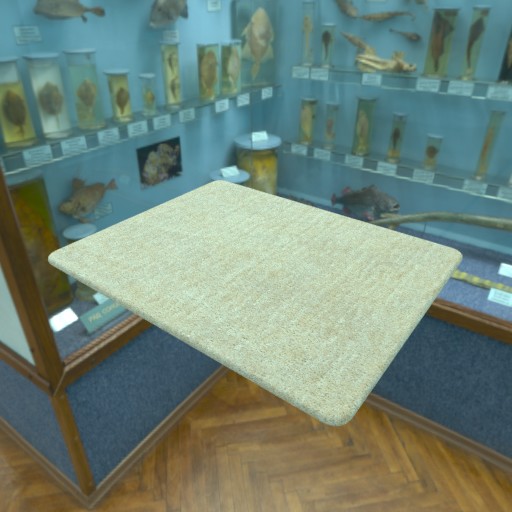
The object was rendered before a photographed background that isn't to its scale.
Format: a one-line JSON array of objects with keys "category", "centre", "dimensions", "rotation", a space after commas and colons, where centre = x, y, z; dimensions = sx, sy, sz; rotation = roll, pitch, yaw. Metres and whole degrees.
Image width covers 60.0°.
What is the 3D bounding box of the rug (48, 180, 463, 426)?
[{"category": "rug", "centre": [0.000, 0.000, 3.381], "dimensions": [2.528, 0.048, 2.009], "rotation": [21, 37, 31]}]
